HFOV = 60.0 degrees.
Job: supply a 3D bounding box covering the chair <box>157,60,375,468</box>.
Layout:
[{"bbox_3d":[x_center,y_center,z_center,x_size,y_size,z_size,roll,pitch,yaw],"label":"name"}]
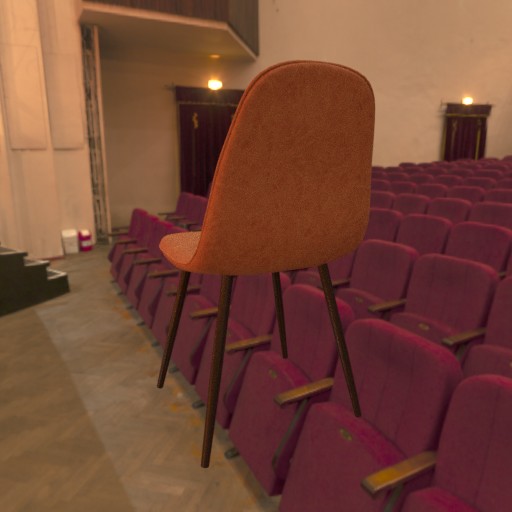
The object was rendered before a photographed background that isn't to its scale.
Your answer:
[{"bbox_3d":[0.000,0.000,1.194,0.472,0.889,0.561,-7,15,-26],"label":"chair"}]
